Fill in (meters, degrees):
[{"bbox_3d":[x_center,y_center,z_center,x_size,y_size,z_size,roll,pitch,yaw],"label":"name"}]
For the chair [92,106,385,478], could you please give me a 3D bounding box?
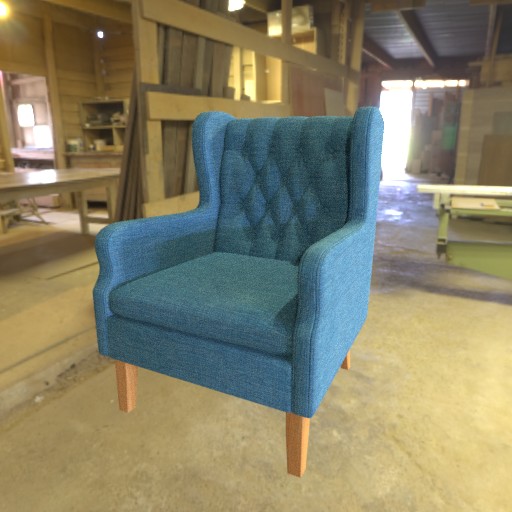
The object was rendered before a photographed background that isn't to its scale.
[{"bbox_3d":[0.000,0.000,1.479,0.711,0.952,0.775,8,17,27],"label":"chair"}]
